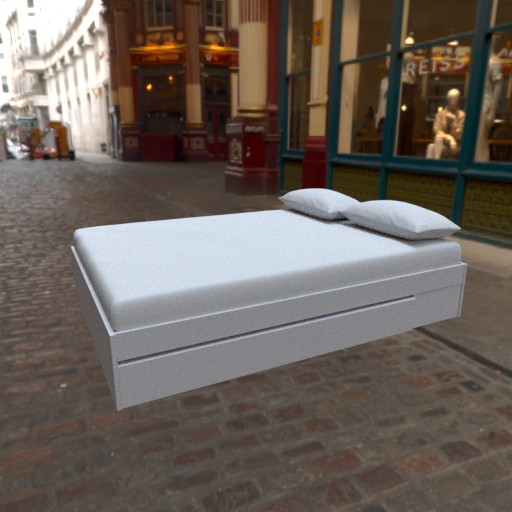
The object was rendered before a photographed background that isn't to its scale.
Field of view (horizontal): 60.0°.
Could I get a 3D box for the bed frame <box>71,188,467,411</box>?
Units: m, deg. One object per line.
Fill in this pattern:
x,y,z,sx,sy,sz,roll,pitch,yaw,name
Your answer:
0.000,0.000,2.679,1.950,0.629,1.450,-8,18,-26,bed frame
